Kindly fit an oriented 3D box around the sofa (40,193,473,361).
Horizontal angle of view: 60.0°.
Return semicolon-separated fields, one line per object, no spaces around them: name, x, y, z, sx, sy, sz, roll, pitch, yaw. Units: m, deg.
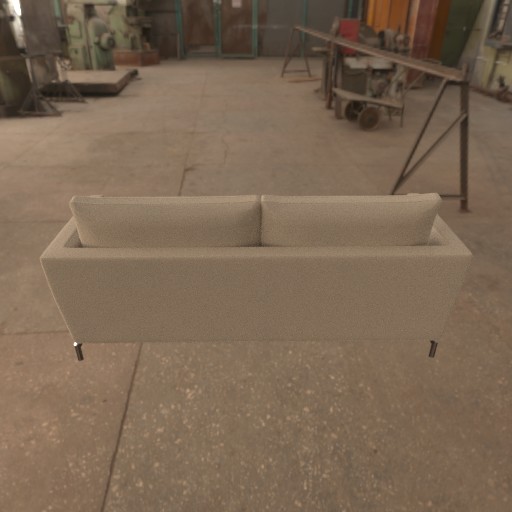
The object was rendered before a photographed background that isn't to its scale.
sofa;0.000;0.000;2.727;2.214;1.005;0.868;0;30;-1
